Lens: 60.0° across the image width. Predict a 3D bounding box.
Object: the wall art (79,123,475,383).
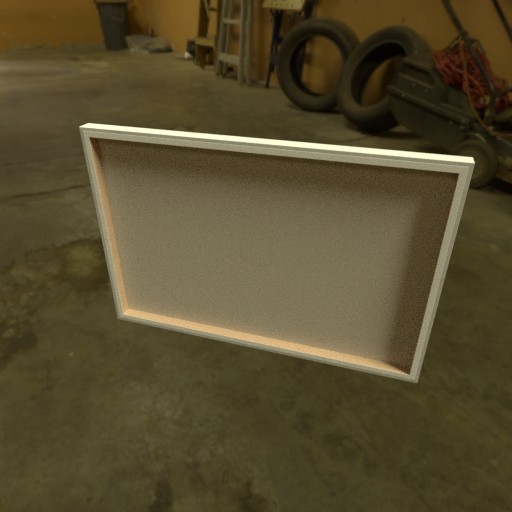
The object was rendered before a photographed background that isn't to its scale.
[{"bbox_3d":[0.000,0.000,1.163,0.915,0.610,0.038,9,32,15],"label":"wall art"}]
